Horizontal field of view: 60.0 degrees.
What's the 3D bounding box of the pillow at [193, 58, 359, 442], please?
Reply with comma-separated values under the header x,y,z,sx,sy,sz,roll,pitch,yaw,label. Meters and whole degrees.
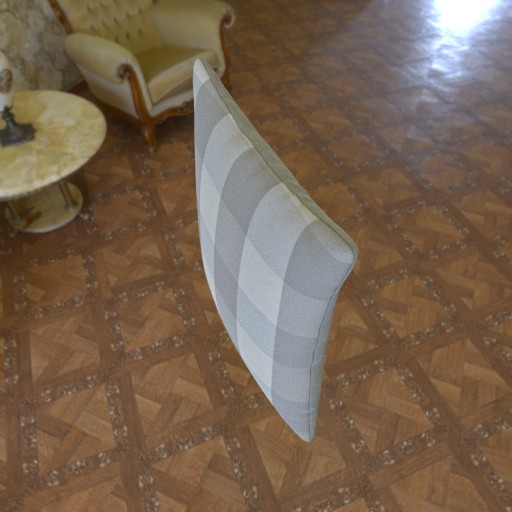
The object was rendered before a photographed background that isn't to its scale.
x,y,z,sx,sy,sz,roll,pitch,yaw,label
0.000,0.000,0.793,0.161,0.509,0.511,-17,49,-16,pillow
